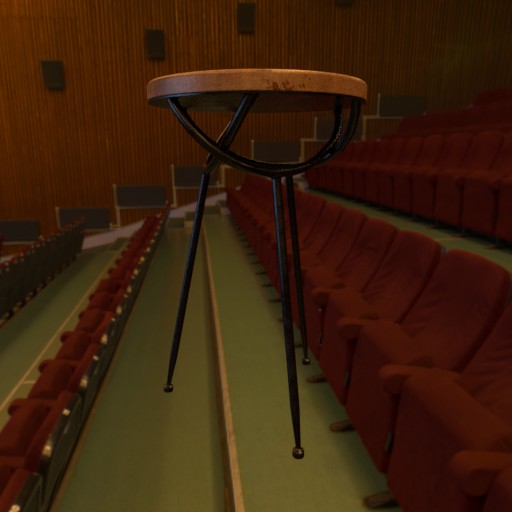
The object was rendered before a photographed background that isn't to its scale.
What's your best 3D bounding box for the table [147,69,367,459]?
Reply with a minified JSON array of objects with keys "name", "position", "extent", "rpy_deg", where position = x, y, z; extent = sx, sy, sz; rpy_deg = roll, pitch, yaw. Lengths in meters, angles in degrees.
[{"name":"table","position":[0.000,0.000,0.921],"extent":[0.414,0.664,0.418],"rpy_deg":[-2,14,-8]}]
